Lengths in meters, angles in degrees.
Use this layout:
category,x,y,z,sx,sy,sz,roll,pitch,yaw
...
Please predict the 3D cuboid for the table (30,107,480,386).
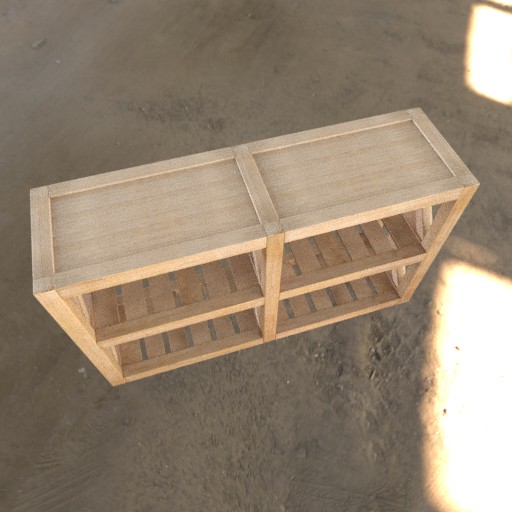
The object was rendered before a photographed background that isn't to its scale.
category,x,y,z,sx,sy,sz,roll,pitch,yaw
table,0.000,0.000,1.656,1.320,0.762,0.381,-14,58,-9
